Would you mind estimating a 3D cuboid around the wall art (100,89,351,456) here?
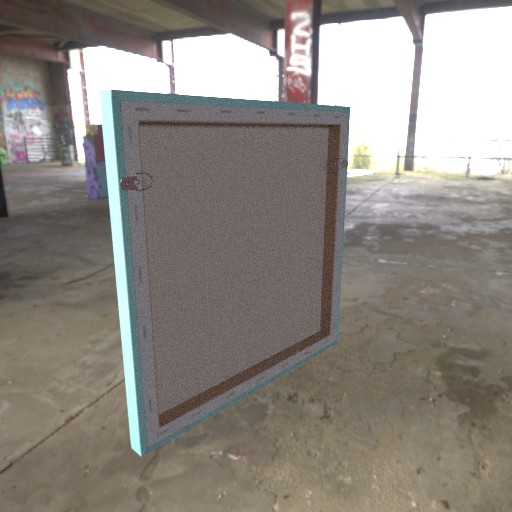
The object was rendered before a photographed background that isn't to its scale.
[{"bbox_3d":[0.000,0.000,1.613,0.070,1.073,1.071,15,21,42],"label":"wall art"}]
